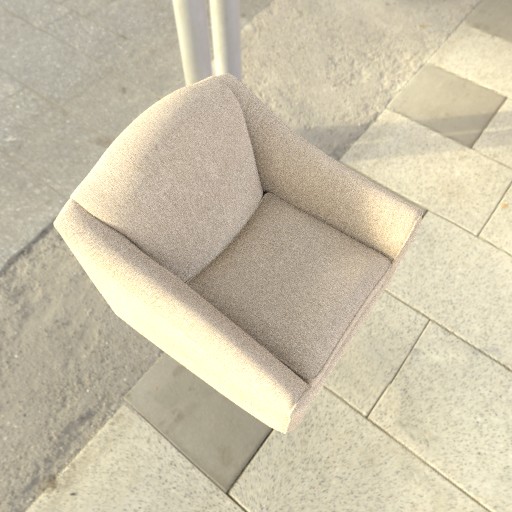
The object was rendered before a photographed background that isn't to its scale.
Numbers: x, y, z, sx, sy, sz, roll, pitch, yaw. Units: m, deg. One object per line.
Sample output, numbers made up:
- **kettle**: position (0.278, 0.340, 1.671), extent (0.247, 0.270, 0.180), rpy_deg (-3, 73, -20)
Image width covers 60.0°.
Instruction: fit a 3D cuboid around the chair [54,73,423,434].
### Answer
- **chair**: position (0.000, 0.000, 1.447), extent (0.787, 0.839, 0.763), rpy_deg (32, 64, 17)
